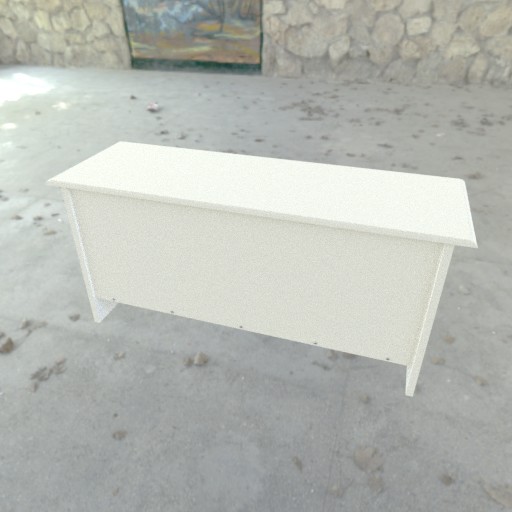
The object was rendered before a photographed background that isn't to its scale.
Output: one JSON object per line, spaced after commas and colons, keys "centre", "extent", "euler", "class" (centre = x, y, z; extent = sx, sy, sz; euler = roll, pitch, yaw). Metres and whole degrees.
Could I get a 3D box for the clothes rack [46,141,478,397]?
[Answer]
{"centre": [0.000, 0.000, 1.496], "extent": [1.218, 0.558, 0.405], "euler": [10, 34, 15], "class": "clothes rack"}
